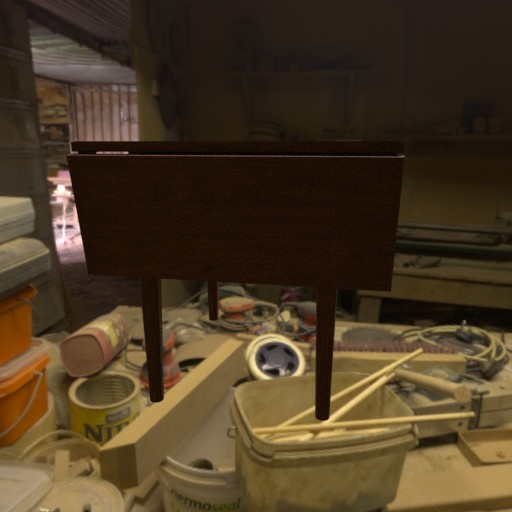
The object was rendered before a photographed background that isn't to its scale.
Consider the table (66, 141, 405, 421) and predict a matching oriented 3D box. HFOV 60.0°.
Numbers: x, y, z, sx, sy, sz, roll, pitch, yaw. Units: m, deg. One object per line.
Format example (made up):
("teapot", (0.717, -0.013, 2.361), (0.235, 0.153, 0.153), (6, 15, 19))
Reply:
("table", (0.000, 0.000, 1.521), (0.812, 0.763, 0.843), (3, 15, 10))
